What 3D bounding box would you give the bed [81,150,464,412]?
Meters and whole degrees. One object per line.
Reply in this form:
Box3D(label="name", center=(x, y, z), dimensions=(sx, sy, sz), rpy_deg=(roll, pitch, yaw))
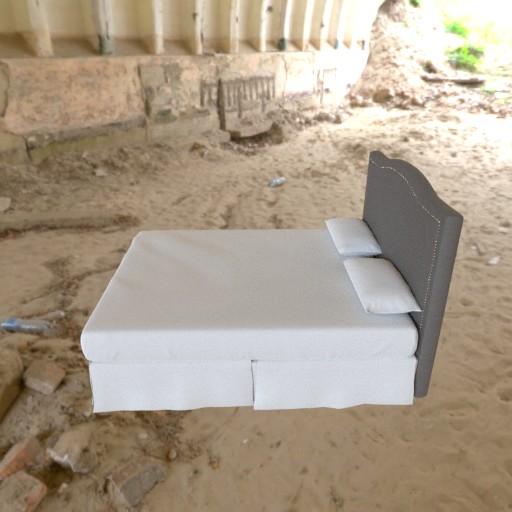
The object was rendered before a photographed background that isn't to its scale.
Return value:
Box3D(label="bed", center=(0.000, 0.000, 3.467), dimensions=(2.282, 1.436, 1.821), rpy_deg=(-1, 25, -1))
